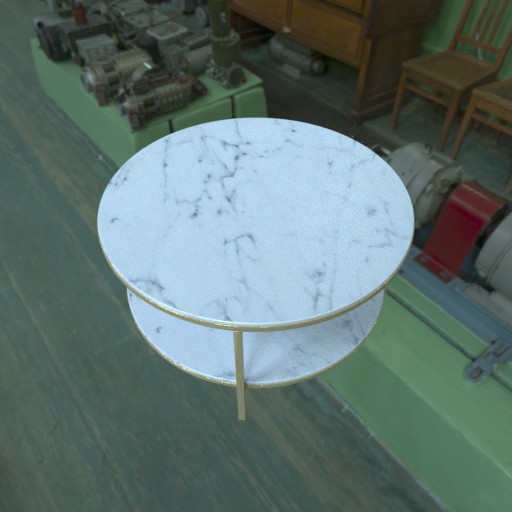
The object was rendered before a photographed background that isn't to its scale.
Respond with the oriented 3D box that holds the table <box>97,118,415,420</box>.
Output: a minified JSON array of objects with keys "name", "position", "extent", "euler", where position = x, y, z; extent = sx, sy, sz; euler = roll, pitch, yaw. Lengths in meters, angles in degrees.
[{"name":"table","position":[0.000,0.000,1.307],"extent":[0.800,0.450,0.800],"euler":[0,46,0]}]
